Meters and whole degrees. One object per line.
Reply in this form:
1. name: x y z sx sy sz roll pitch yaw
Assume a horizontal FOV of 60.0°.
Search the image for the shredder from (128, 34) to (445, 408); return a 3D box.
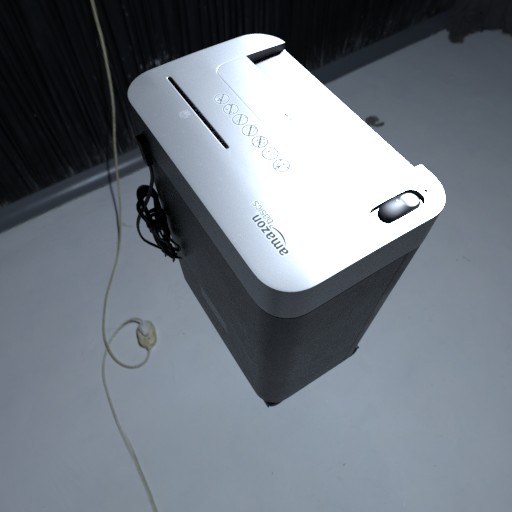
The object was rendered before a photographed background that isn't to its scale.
1. shredder: 0.000 0.000 0.600 0.237 0.419 0.311 -28 62 -16
